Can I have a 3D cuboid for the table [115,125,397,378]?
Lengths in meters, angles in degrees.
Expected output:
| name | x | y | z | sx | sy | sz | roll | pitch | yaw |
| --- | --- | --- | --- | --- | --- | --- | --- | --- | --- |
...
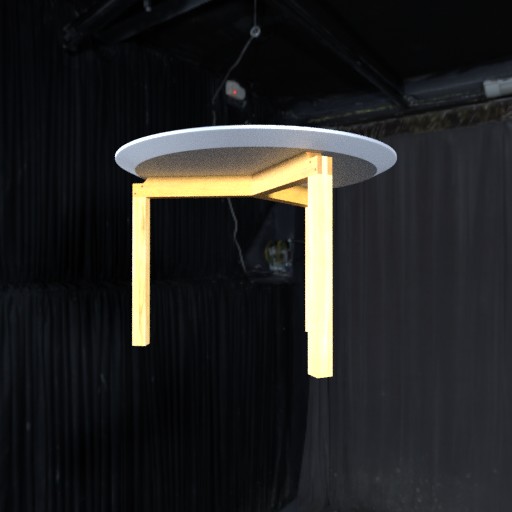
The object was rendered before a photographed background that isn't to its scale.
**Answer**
| name | x | y | z | sx | sy | sz | roll | pitch | yaw |
| --- | --- | --- | --- | --- | --- | --- | --- | --- | --- |
| table | 0.000 | 0.000 | 0.990 | 0.600 | 0.405 | 0.600 | 0 | 0 | 0 |
